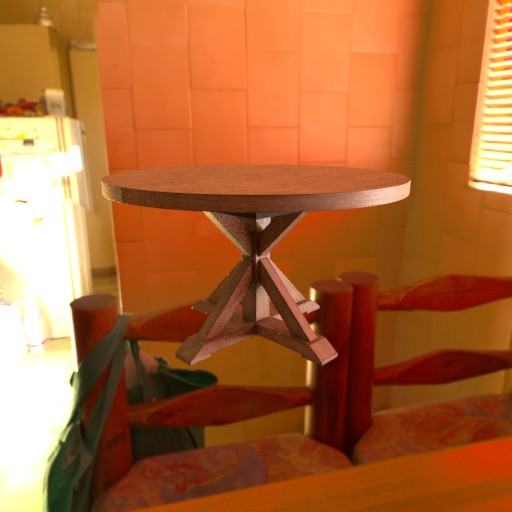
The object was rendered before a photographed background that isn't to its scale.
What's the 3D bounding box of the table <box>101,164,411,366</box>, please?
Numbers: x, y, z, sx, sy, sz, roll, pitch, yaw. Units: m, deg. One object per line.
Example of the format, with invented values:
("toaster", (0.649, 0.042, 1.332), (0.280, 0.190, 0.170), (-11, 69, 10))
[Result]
("table", (0.000, 0.000, 2.158), (1.363, 0.781, 1.363), (0, 16, 0))
